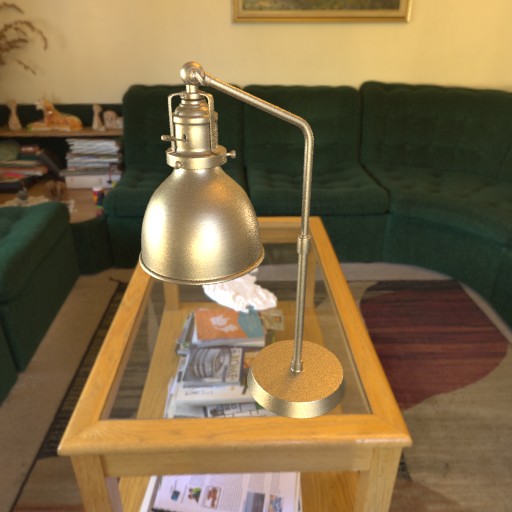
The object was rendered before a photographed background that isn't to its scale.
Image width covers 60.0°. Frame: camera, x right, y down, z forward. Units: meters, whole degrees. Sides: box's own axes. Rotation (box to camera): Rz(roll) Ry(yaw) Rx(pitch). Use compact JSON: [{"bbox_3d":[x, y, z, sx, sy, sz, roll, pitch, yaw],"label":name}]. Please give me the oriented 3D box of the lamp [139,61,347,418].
[{"bbox_3d":[0.000,0.000,0.563,0.286,0.456,0.153,-9,29,-17],"label":"lamp"}]
